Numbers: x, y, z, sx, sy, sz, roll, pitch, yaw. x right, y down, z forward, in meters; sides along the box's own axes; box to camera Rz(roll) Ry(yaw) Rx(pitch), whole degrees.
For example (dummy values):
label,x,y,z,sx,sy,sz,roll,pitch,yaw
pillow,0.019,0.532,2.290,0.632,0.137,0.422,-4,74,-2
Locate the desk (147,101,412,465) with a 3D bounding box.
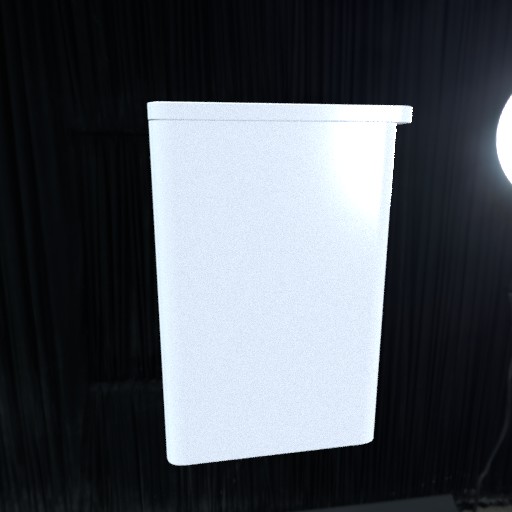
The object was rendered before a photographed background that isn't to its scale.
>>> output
label,x,y,z,sx,sy,sz,roll,pitch,yaw
desk,0.000,0.000,1.331,0.549,0.800,0.762,-2,14,-10
